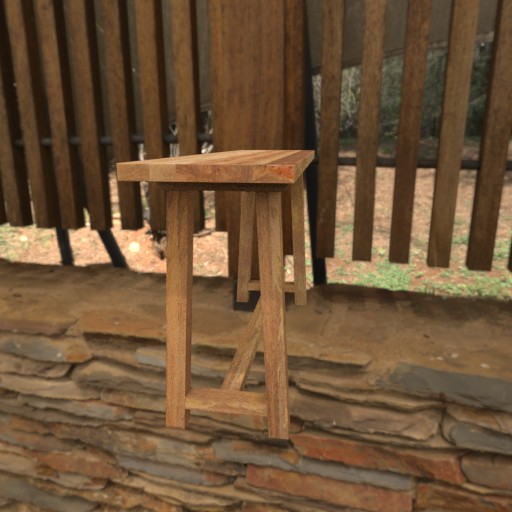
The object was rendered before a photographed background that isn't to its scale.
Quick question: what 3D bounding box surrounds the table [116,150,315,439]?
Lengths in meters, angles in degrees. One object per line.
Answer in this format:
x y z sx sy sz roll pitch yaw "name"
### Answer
0.000 0.000 1.808 0.405 0.810 1.524 2 15 9 "table"
